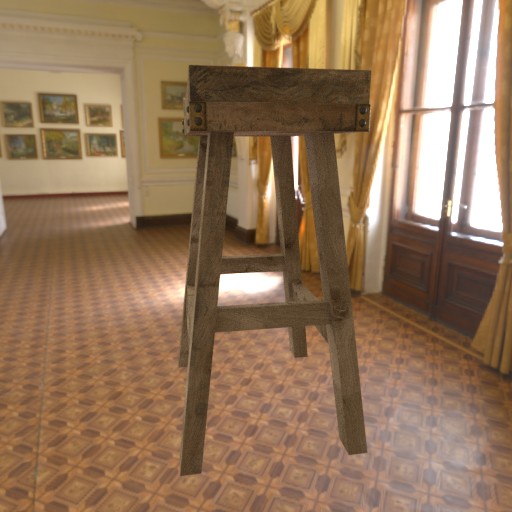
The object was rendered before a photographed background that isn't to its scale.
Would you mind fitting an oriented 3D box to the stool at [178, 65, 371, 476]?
[{"bbox_3d":[0.000,0.000,0.886,0.330,0.635,0.450,-2,14,-10],"label":"stool"}]
